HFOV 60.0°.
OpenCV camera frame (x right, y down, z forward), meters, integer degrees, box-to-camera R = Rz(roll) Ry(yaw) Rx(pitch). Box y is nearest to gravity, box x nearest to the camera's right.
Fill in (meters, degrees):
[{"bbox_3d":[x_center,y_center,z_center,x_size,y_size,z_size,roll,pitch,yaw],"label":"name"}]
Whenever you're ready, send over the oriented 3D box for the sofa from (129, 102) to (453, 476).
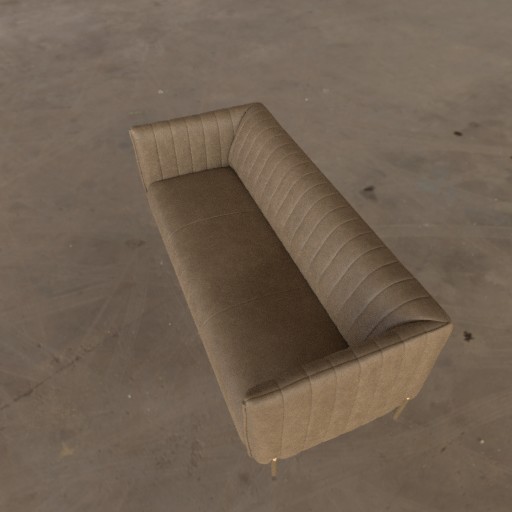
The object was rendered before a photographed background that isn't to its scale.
[{"bbox_3d":[0.000,0.000,2.435,0.876,0.779,1.980,-17,49,-15],"label":"sofa"}]
